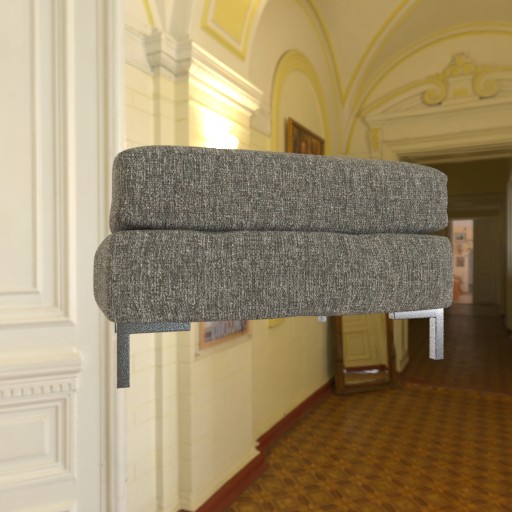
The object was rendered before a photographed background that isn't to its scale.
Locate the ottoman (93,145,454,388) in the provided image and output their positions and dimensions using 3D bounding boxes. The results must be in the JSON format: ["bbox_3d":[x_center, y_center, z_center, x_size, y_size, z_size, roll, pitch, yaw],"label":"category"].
[{"bbox_3d":[0.000,0.000,1.217,0.828,0.480,0.683,0,0,-18],"label":"ottoman"}]
